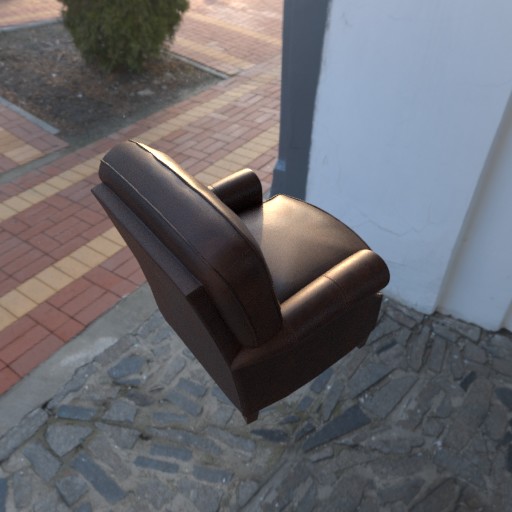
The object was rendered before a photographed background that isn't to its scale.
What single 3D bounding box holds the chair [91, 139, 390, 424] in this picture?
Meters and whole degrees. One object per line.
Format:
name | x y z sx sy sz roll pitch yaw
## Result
chair | 0.000 0.000 1.834 0.986 1.018 0.936 -26 47 -27
